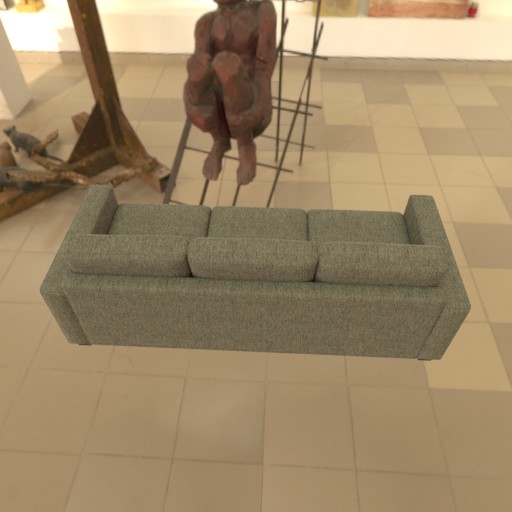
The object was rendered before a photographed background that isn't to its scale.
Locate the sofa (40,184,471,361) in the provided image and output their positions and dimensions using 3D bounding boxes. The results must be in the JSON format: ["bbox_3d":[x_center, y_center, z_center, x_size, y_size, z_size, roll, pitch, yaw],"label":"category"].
[{"bbox_3d":[0.000,0.000,2.598,2.160,0.800,0.900,2,47,2],"label":"sofa"}]
